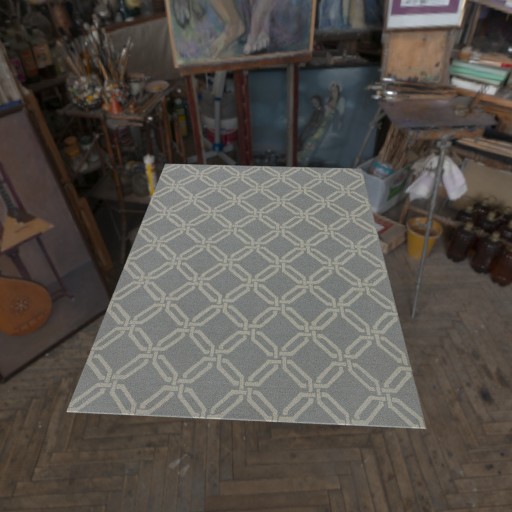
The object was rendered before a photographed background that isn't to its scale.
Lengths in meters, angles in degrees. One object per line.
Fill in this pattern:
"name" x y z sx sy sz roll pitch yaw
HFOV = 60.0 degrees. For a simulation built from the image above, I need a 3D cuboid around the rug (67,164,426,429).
"rug" 0.000 0.000 4.253 2.438 0.013 3.353 2 42 2
